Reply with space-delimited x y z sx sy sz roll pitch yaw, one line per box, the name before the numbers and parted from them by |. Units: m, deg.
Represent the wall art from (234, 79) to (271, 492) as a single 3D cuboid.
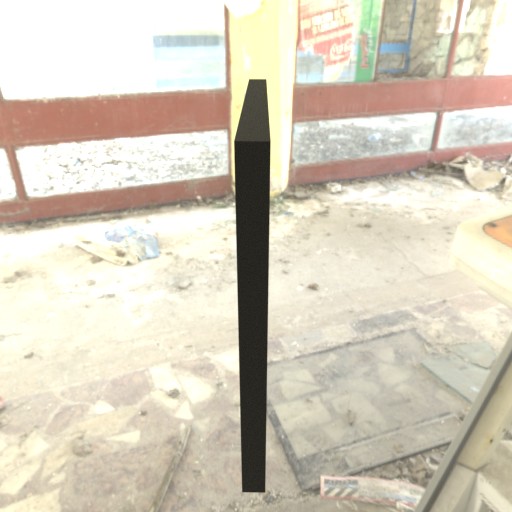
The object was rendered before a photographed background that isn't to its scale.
wall art | 0.000 0.000 0.679 0.030 0.458 0.462 0 28 1
